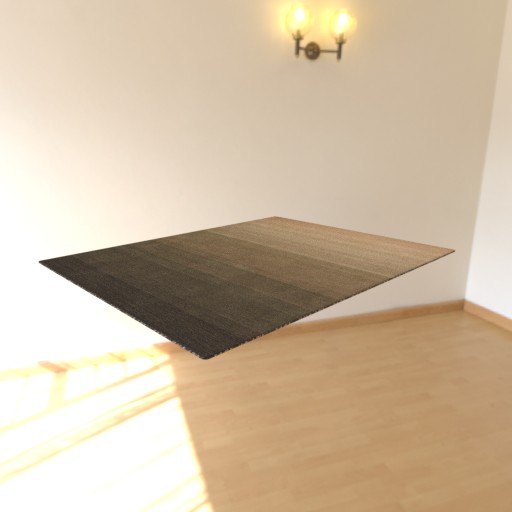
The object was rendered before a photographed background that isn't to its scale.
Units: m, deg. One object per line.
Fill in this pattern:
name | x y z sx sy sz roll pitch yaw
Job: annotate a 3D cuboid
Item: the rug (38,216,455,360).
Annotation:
rug | 0.000 0.000 3.899 2.902 0.017 2.306 -15 22 -42
